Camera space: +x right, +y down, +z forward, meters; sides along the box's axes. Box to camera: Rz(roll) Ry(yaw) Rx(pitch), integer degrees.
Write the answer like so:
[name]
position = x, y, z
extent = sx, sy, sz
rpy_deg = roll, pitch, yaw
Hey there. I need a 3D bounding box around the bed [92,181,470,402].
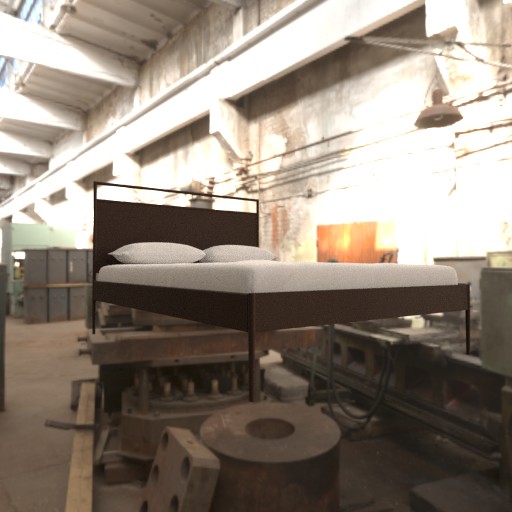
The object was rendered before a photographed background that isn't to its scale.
[bed]
position = 0.000, 0.000, 3.003
extent = 1.572, 1.173, 2.122
rpy_deg = 1, -2, -36
